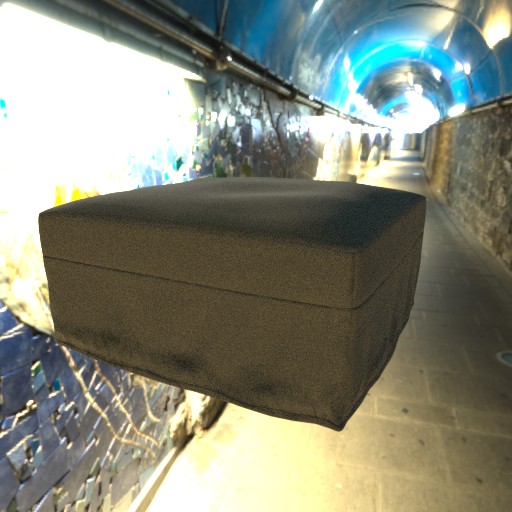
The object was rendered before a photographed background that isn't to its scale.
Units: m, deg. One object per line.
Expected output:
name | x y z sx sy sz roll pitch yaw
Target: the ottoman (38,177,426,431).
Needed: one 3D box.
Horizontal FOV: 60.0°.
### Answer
ottoman | 0.000 0.000 1.308 0.840 0.436 0.843 8 17 27
